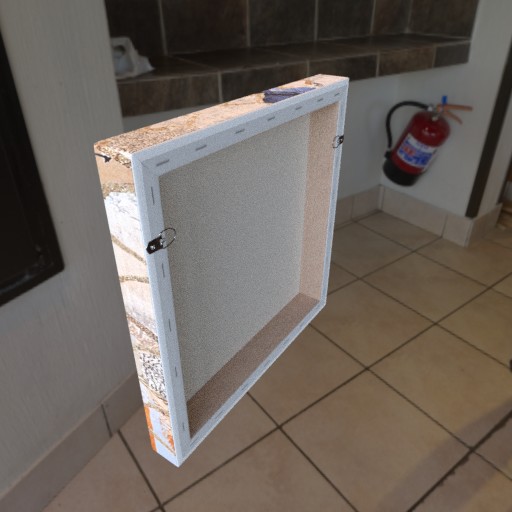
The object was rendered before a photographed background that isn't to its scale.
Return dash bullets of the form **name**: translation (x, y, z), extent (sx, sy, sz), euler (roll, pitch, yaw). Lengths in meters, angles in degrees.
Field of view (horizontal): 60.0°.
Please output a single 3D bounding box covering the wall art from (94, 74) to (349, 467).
- **wall art**: translation (0.000, 0.000, 0.450), extent (0.036, 0.304, 0.303), euler (20, 37, 29)
